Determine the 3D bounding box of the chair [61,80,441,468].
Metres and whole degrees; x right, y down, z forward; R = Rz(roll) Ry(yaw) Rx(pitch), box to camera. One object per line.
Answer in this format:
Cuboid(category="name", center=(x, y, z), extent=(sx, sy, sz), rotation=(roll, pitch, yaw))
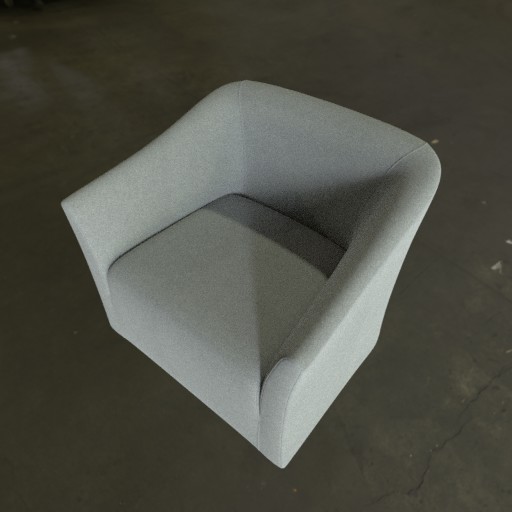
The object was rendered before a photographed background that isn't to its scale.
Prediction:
Cuboid(category="chair", center=(0.000, 0.000, 1.323), extent=(0.790, 0.720, 0.700), rotation=(30, 52, 27))
